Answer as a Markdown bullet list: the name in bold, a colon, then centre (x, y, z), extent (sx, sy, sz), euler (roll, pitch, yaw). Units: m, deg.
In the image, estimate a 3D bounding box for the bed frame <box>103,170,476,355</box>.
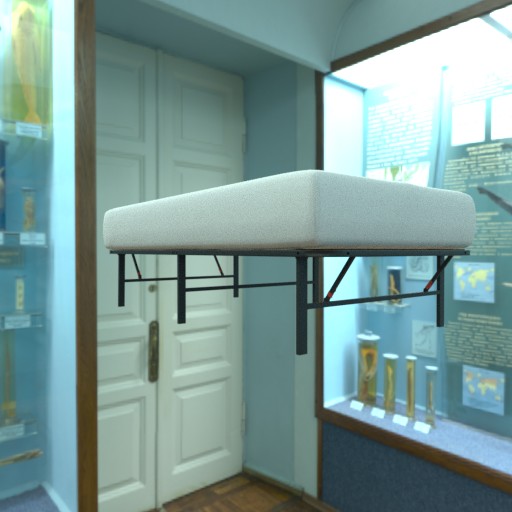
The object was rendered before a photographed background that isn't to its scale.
- **bed frame**: centre (0.000, 0.000, 2.393), extent (1.025, 0.640, 1.908), euler (-1, 1, -38)
